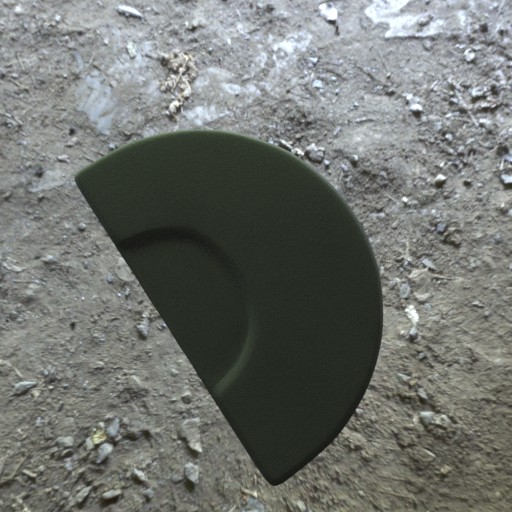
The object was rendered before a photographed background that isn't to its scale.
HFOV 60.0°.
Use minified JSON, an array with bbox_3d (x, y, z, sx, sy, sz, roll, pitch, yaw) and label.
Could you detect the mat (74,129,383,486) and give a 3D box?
[{"bbox_3d":[0.000,0.000,1.838,0.917,0.022,1.525,-34,78,-8],"label":"mat"}]
